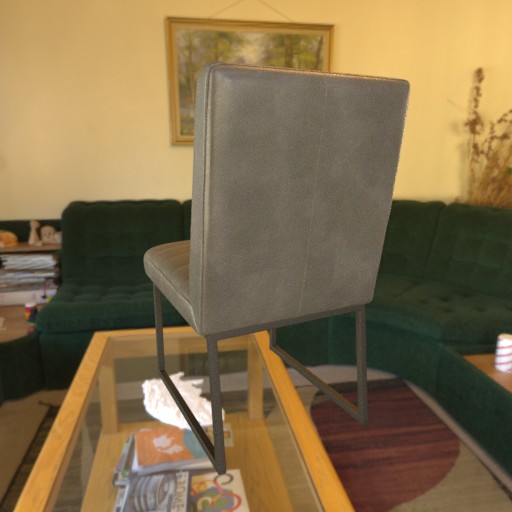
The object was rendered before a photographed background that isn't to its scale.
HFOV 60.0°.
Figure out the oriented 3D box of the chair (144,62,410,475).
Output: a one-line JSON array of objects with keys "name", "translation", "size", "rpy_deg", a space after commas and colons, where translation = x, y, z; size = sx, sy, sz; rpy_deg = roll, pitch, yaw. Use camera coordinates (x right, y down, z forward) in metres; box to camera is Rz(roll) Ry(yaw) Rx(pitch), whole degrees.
[{"name": "chair", "translation": [0.000, 0.000, 1.283], "size": [0.520, 0.930, 0.634], "rpy_deg": [-7, 15, -26]}]
